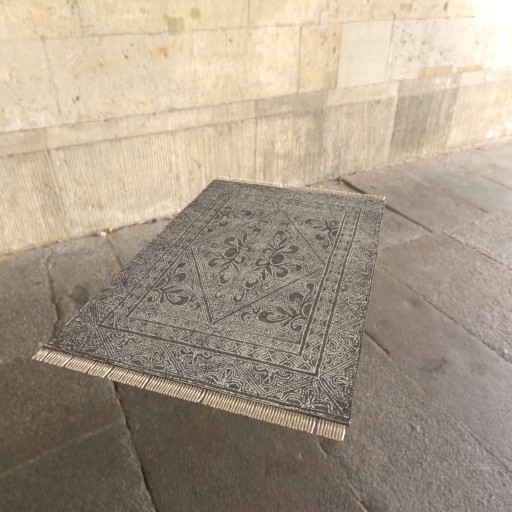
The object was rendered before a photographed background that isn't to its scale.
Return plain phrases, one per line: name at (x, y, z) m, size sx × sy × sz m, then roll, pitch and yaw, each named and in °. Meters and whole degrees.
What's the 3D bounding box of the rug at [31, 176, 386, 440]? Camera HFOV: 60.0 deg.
rug at (0.000, 0.000, 2.935) m, size 1.529 × 0.010 × 2.440 m, roll 10°, pitch 33°, yaw 15°
